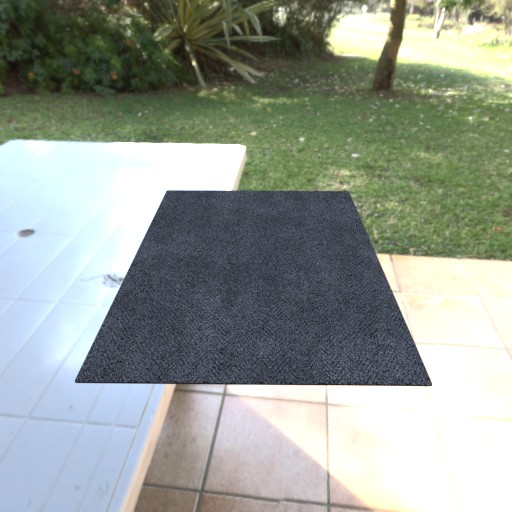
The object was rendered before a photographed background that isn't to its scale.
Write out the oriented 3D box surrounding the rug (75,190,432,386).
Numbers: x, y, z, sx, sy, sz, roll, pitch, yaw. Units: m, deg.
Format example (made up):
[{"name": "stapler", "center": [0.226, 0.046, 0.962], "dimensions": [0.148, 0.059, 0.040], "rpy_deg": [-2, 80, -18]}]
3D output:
[{"name": "rug", "center": [0.000, 0.000, 2.935], "dimensions": [1.600, 0.008, 2.235], "rpy_deg": [0, 31, 1]}]
